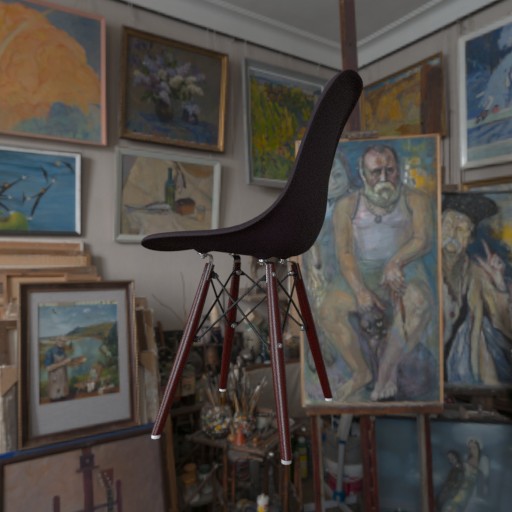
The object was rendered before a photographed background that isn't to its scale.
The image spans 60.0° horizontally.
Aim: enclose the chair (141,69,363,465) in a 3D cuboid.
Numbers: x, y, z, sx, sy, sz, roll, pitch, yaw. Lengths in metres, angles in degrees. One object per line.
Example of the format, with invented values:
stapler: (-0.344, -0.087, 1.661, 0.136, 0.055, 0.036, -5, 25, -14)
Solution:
chair: (0.000, 0.000, 1.131, 0.533, 0.826, 0.470, 0, 0, 19)
